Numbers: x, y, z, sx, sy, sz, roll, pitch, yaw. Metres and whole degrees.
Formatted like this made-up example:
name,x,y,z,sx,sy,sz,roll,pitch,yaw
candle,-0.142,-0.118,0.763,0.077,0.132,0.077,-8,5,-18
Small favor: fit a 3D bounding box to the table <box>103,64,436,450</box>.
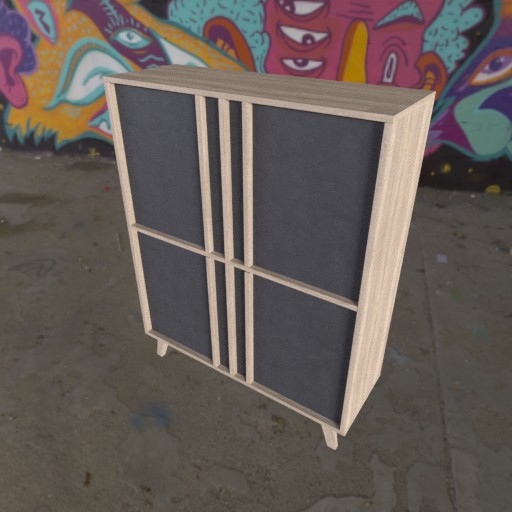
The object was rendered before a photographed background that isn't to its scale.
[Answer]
name,x,y,z,sx,sy,sz,roll,pitch,yaw
table,0.000,0.000,1.884,1.111,1.388,0.398,19,36,29
